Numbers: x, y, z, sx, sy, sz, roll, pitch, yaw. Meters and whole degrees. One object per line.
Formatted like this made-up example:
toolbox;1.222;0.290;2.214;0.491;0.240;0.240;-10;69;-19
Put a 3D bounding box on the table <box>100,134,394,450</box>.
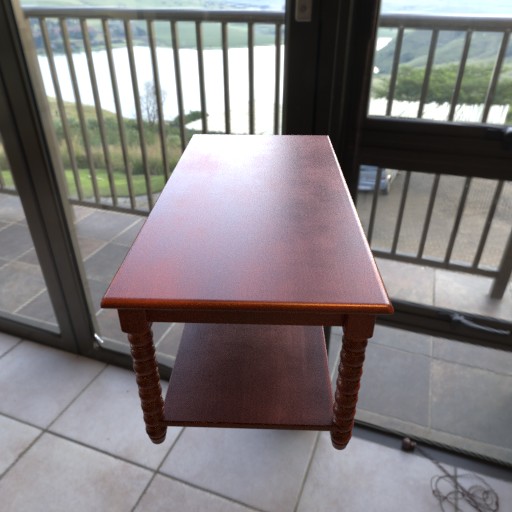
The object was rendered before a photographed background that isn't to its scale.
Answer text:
table;0.000;0.000;1.484;0.580;0.485;1.171;1;31;2
